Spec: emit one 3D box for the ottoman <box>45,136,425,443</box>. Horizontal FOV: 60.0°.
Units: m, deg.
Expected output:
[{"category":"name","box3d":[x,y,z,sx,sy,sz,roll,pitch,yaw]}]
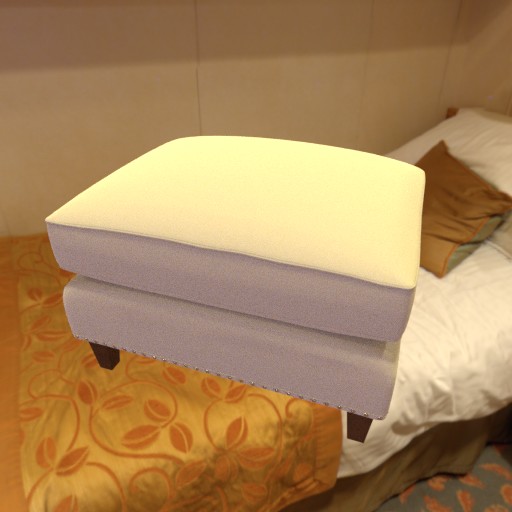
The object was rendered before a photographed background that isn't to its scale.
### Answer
[{"category":"ottoman","box3d":[0.000,0.000,1.119,0.741,0.513,0.584,10,33,16]}]
